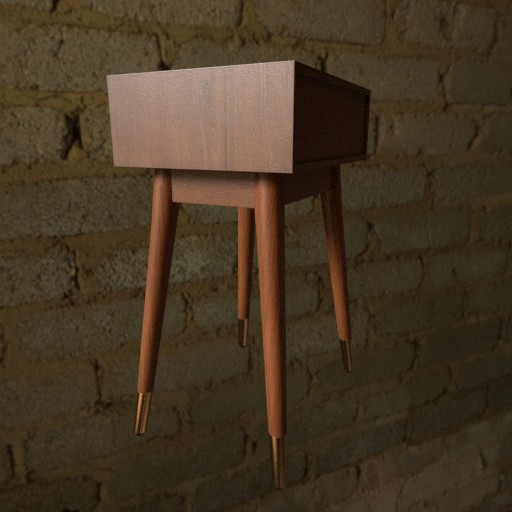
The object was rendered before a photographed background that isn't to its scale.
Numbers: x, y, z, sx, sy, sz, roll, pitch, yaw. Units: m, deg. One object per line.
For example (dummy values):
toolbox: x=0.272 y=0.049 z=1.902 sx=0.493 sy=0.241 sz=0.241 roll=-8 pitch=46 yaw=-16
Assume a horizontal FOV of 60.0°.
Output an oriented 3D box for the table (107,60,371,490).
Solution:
table: x=0.000 y=0.000 z=0.822 sx=0.300 sy=0.599 sz=0.406 roll=8 pitch=17 yaw=26
